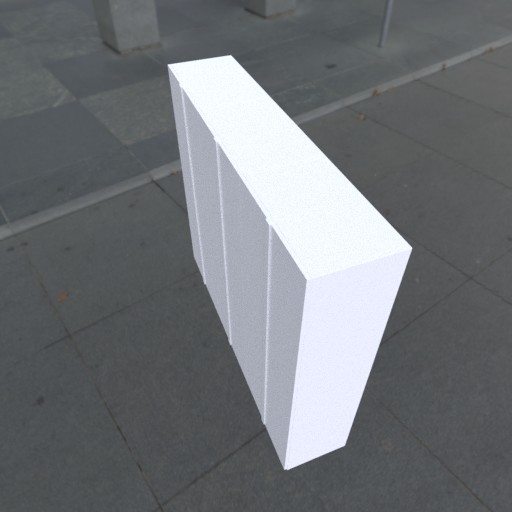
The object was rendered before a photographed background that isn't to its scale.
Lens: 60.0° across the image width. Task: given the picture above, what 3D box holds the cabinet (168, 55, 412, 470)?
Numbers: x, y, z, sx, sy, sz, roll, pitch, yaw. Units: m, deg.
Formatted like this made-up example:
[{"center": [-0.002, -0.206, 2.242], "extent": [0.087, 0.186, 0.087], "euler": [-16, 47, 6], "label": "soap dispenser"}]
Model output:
[{"center": [0.000, 0.000, 3.837], "extent": [0.590, 2.370, 2.700], "euler": [-16, 47, -15], "label": "cabinet"}]
